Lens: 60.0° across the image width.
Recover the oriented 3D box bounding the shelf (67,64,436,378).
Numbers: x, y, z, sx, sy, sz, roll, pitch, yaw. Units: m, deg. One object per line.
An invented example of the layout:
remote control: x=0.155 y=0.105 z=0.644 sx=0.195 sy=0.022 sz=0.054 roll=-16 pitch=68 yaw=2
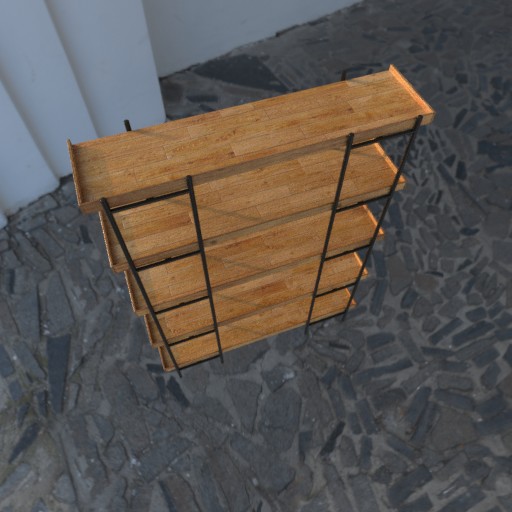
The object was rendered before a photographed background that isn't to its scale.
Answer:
shelf: x=0.000 y=0.000 z=2.437 sx=1.371 sy=1.826 sz=0.379 roll=-17 pitch=58 yaw=-11
